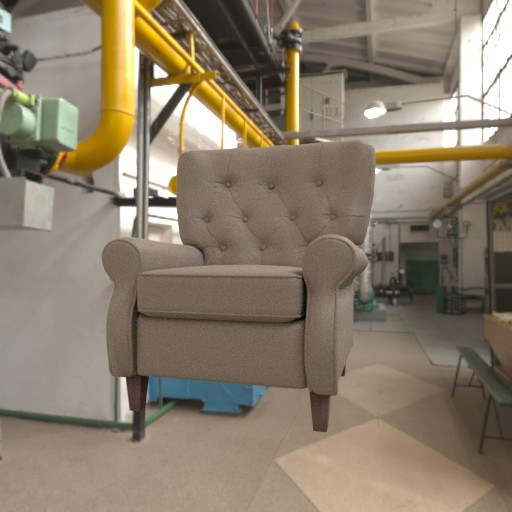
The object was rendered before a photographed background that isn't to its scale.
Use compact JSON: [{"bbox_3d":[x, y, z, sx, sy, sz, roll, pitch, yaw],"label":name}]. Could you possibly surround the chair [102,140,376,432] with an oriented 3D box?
[{"bbox_3d":[0.000,0.000,1.938,0.999,1.138,1.041,0,0,16],"label":"chair"}]
